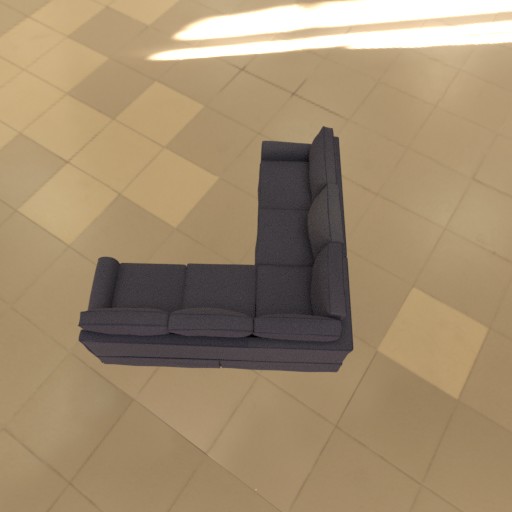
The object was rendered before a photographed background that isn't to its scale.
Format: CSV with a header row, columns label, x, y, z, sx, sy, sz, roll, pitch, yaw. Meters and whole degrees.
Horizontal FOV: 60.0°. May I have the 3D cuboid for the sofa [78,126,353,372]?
label,x,y,z,sx,sy,sz,roll,pitch,yaw
sofa,0.000,0.000,5.108,2.874,1.169,3.773,30,66,15
